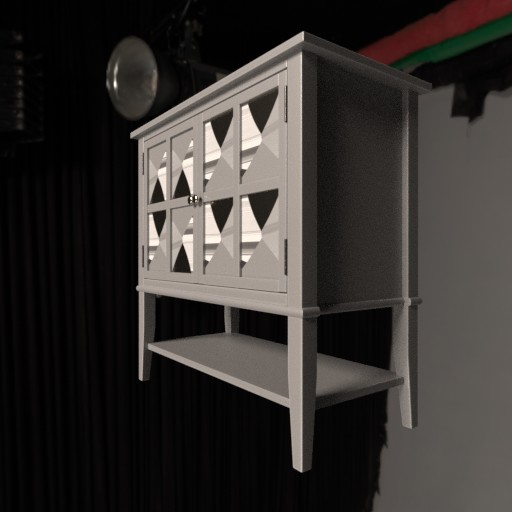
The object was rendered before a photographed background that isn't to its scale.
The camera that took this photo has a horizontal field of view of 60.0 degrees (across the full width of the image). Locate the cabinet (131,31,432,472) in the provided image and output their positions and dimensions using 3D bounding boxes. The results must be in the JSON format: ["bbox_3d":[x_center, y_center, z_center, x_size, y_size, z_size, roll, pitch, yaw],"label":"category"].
[{"bbox_3d":[0.000,0.000,1.205,0.396,0.780,0.801,0,0,-37],"label":"cabinet"}]
